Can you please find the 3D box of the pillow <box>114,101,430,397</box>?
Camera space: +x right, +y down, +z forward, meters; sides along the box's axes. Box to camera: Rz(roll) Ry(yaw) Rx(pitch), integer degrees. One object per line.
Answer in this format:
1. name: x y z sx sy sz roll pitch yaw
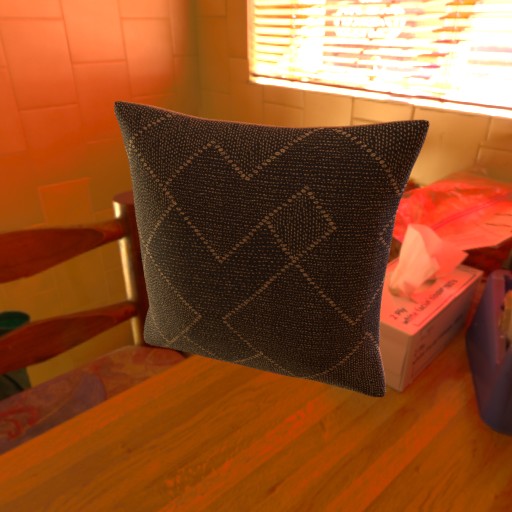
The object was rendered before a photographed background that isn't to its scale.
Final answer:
1. pillow: 0.000 0.000 0.672 0.435 0.428 0.148 9 29 17
